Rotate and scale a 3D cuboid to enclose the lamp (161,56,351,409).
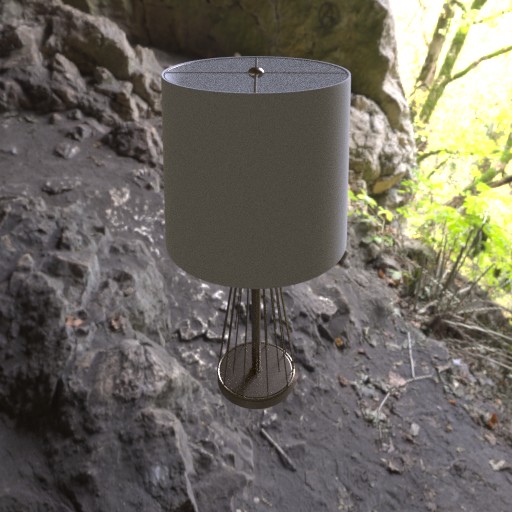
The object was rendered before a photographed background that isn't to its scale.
[{"bbox_3d":[0.000,0.000,0.777,0.303,0.618,0.303,0,33,0],"label":"lamp"}]
